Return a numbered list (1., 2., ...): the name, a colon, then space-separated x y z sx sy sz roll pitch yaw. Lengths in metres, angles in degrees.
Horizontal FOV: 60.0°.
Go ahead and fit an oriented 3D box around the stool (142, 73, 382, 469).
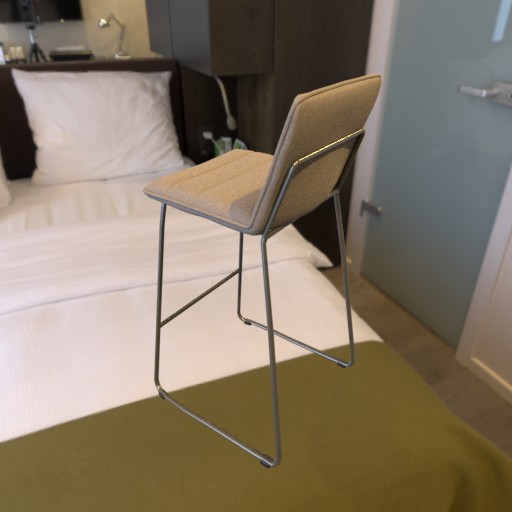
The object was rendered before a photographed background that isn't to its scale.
1. stool: 0.000 0.000 1.246 0.490 0.960 0.490 20 35 30
